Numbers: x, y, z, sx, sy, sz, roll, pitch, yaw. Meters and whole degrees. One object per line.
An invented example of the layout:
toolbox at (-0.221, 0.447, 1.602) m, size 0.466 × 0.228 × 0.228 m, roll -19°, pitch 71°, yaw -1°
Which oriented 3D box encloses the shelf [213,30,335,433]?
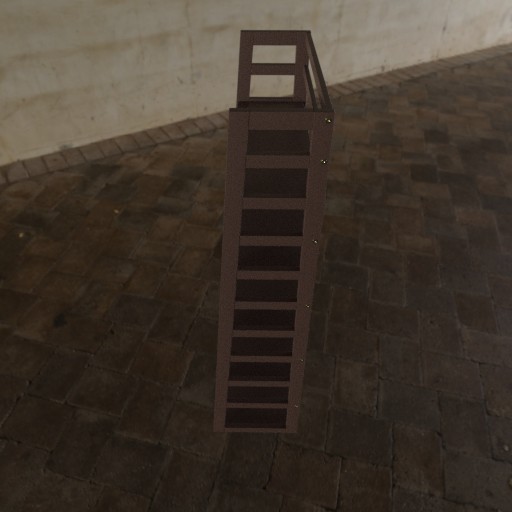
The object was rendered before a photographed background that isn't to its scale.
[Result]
shelf at (0.000, 0.000, 1.910) m, size 0.403 × 1.600 × 0.763 m, roll 0°, pitch 41°, yaw 1°
